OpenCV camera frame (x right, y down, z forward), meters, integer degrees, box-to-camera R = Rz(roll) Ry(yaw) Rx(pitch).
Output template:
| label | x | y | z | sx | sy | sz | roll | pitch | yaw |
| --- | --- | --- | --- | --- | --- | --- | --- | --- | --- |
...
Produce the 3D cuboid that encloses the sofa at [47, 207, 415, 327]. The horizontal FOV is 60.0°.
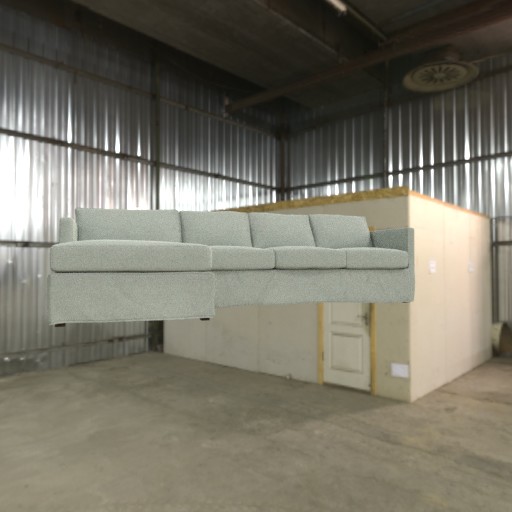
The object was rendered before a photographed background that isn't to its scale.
| label | x | y | z | sx | sy | sz | roll | pitch | yaw |
| --- | --- | --- | --- | --- | --- | --- | --- | --- | --- |
| sofa | 0.000 | 0.000 | 3.873 | 3.205 | 0.922 | 1.650 | 0 | -1 | -19 |
